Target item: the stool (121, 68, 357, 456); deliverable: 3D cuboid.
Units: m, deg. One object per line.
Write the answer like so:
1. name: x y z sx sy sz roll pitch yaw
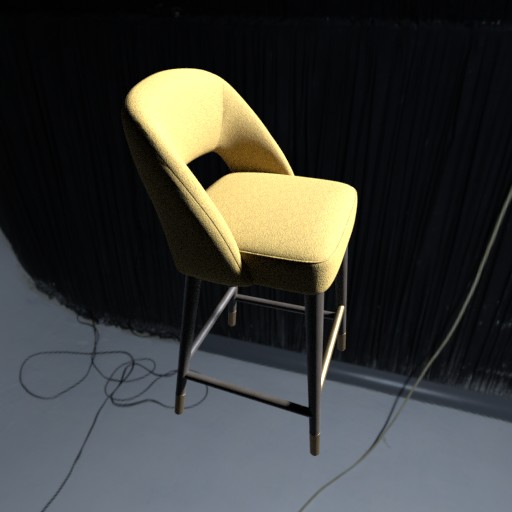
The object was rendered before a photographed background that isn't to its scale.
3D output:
1. stool: 0.000 0.000 1.239 0.522 0.939 0.536 10 33 16
